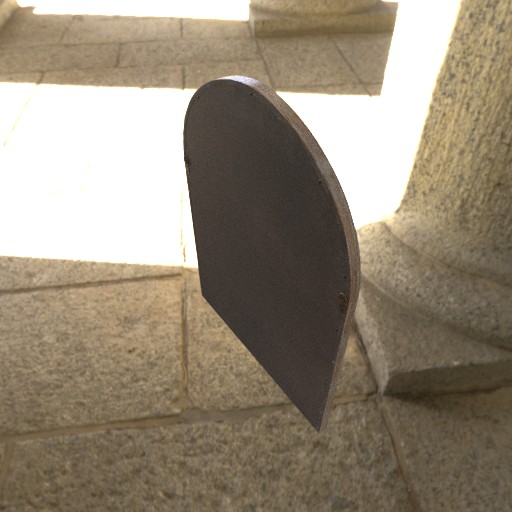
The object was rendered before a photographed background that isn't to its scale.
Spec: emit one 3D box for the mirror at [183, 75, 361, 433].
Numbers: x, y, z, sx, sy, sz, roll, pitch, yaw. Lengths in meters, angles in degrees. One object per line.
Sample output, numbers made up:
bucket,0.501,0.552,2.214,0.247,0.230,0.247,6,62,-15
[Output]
mirror,0.000,0.000,1.174,0.032,0.920,0.660,-27,50,-25
